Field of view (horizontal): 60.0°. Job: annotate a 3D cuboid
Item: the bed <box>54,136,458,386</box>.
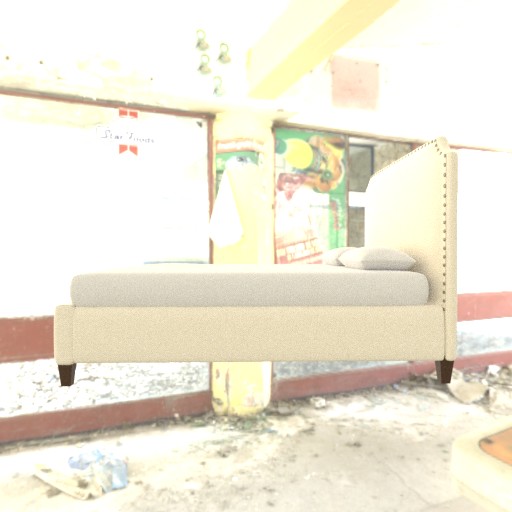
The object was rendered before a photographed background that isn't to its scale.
[{"bbox_3d":[0.000,0.000,3.399,2.372,1.497,1.712,0,1,-2],"label":"bed"}]
